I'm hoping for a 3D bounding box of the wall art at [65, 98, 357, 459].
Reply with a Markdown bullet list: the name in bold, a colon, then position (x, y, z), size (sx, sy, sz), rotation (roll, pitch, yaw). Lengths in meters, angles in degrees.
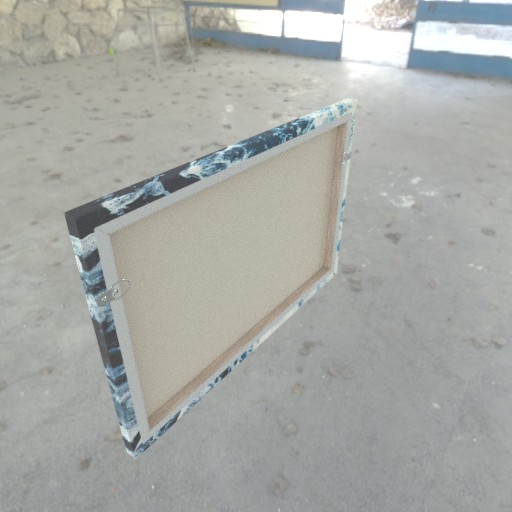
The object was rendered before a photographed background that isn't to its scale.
- **wall art**: position (0.000, 0.000, 1.892), size (0.055, 1.017, 1.524), rotation (23, 39, 31)
